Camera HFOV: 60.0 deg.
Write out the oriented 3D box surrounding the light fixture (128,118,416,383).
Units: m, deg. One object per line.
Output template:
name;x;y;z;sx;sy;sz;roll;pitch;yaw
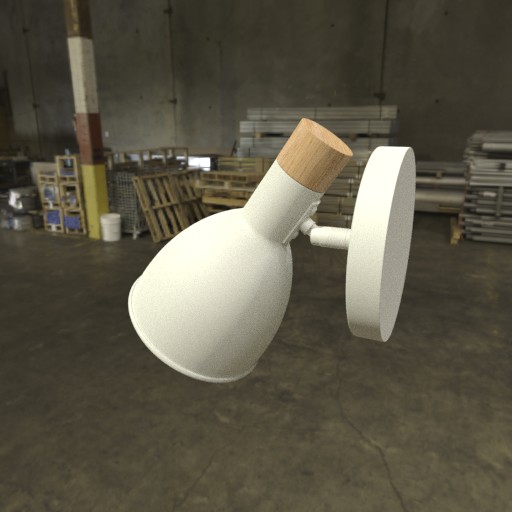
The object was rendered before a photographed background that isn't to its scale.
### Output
light fixture;0.000;0.000;0.337;0.209;0.199;0.127;7;17;25
